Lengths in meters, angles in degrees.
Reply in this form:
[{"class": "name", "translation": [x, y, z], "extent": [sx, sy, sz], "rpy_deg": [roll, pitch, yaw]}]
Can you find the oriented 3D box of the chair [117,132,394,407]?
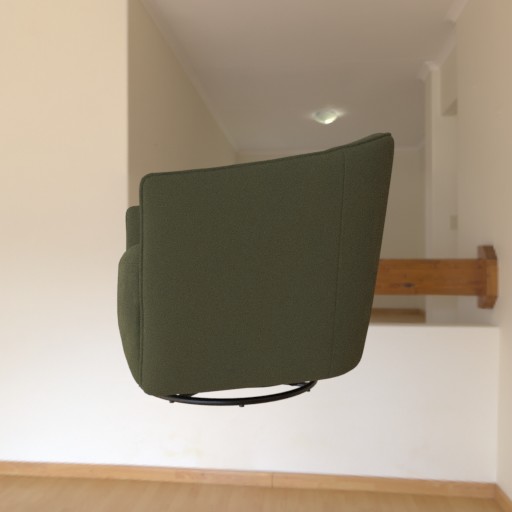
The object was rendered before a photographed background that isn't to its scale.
[{"class": "chair", "translation": [0.000, 0.000, 1.476], "extent": [0.875, 0.799, 0.747], "rpy_deg": [0, 0, -19]}]
